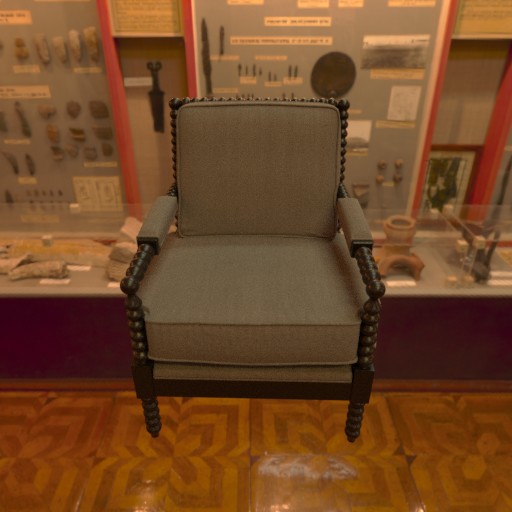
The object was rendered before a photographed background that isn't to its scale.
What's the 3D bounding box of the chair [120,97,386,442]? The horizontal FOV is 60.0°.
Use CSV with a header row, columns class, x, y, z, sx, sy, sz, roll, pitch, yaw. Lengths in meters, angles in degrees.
class,x,y,z,sx,sy,sz,roll,pitch,yaw
chair,0.000,0.000,1.114,0.540,0.661,0.622,1,30,1
